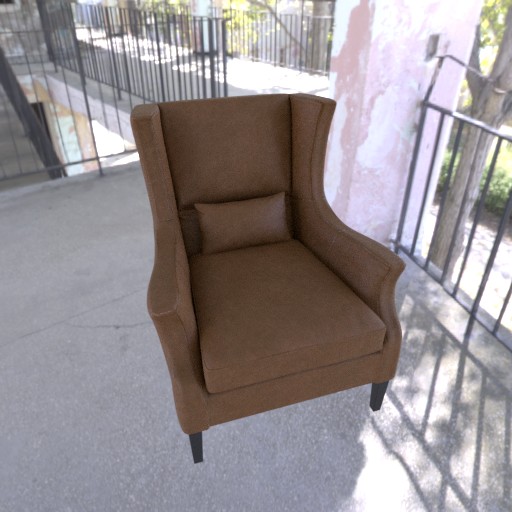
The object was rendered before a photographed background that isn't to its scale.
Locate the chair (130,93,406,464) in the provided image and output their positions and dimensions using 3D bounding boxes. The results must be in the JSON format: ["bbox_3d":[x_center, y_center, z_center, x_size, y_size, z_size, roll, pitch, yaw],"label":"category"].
[{"bbox_3d":[0.000,0.000,1.673,0.852,1.016,0.925,-10,33,-15],"label":"chair"}]
